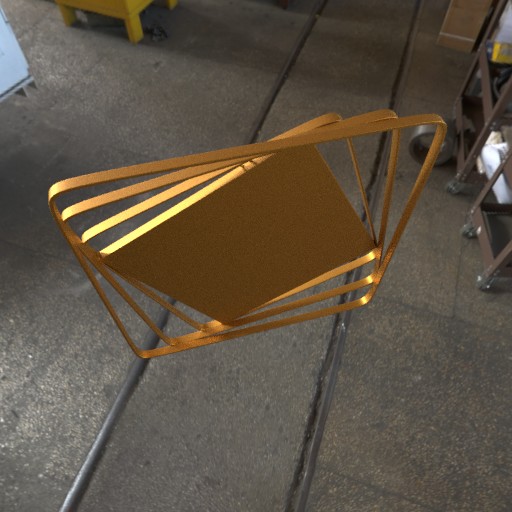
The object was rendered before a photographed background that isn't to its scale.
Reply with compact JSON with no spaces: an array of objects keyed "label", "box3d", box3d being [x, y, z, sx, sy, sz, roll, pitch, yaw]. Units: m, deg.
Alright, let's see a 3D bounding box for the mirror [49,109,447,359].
[{"label":"mirror","box3d":[0.000,0.000,0.682,0.470,0.468,0.045,-12,57,-8]}]
